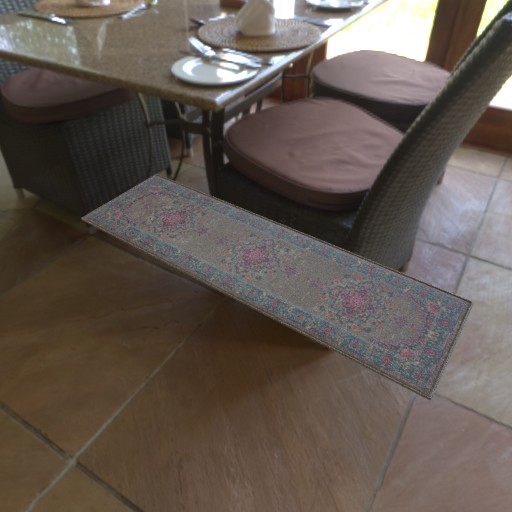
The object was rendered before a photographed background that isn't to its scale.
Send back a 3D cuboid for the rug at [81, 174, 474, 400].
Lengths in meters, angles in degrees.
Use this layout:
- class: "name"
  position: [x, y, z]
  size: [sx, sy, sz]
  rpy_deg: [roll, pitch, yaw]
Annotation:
- class: "rug"
  position: [0.000, 0.000, 2.064]
  size: [1.827, 0.012, 0.553]
  rpy_deg: [24, 46, 26]
